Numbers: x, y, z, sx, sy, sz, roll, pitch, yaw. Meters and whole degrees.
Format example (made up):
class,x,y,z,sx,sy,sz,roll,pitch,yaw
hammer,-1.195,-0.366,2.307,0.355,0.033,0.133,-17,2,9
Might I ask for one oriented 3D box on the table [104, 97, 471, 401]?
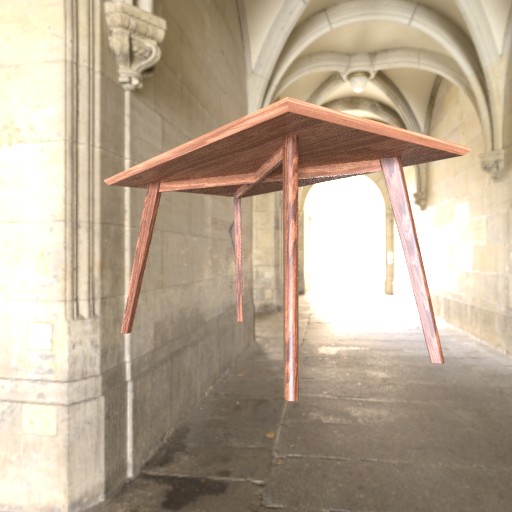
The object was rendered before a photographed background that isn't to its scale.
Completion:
class,x,y,z,sx,sy,sz,roll,pitch,yaw
table,0.000,0.000,1.792,0.801,0.724,1.349,0,0,-36
